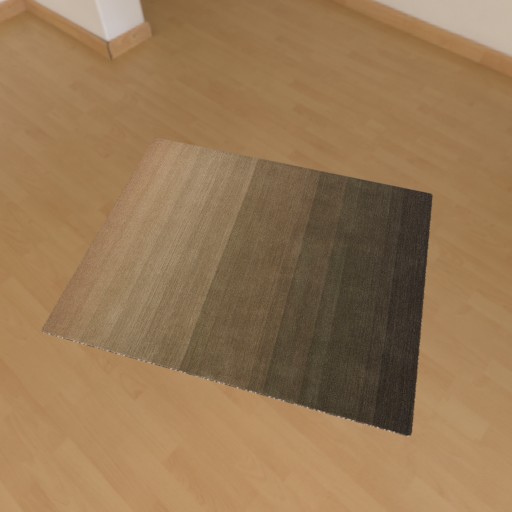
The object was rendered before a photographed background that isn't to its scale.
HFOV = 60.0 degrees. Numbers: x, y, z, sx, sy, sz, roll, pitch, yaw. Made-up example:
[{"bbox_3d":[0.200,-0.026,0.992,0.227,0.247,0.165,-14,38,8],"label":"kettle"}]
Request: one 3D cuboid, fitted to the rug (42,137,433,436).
[{"bbox_3d":[0.000,0.000,3.894,2.902,0.017,2.306,13,58,8],"label":"rug"}]
